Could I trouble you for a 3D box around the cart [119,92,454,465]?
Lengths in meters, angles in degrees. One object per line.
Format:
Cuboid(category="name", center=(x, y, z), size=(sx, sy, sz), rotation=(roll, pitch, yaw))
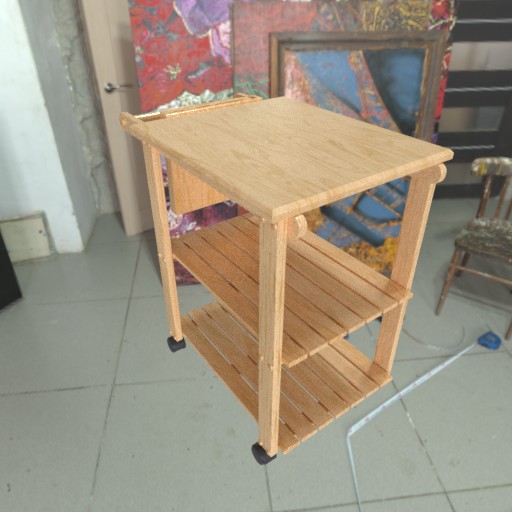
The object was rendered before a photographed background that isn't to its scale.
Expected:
Cuboid(category="cart", center=(0.000, 0.000, 1.367), size=(0.520, 0.816, 0.843), rotation=(-22, 39, -29))
